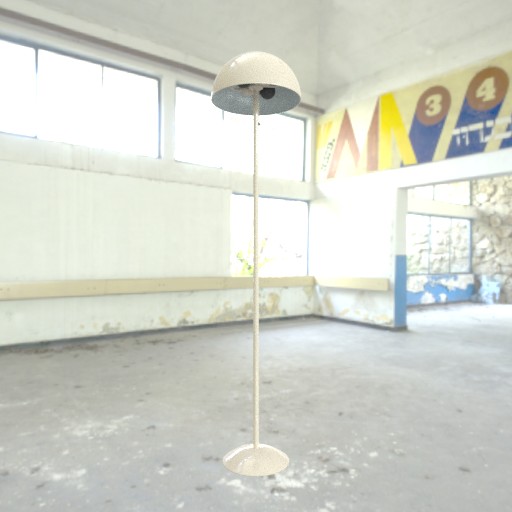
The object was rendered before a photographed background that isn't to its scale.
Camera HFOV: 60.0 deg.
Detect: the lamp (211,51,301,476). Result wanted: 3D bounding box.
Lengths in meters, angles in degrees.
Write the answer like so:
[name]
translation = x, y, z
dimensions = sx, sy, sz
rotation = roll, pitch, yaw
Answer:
[lamp]
translation = 0.000, 0.000, 1.614
dimensions = 0.328, 1.480, 0.328
rotation = 0, -1, -36
